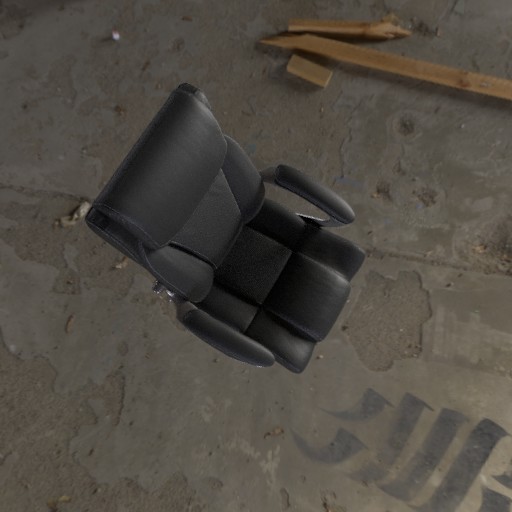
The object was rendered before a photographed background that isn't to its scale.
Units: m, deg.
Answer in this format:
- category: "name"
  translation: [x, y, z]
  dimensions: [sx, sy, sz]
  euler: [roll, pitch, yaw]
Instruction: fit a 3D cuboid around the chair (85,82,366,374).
- category: "chair"
  translation: [0.000, 0.000, 1.681]
  dimensions: [0.784, 1.167, 0.741]
  euler: [30, 78, 7]
